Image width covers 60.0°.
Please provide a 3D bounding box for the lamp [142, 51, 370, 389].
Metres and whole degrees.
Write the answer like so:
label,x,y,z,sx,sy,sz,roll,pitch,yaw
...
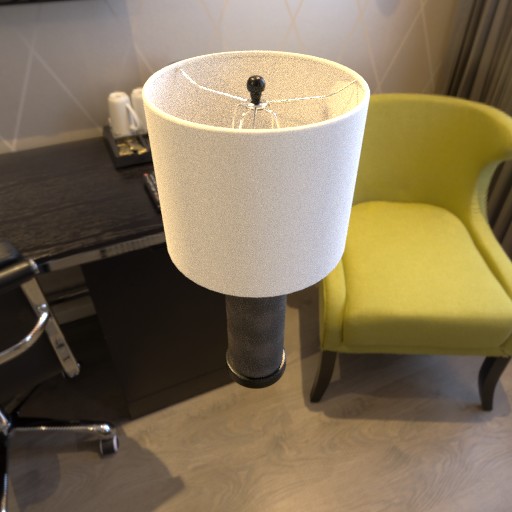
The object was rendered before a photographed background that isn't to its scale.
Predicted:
label,x,y,z,sx,sy,sz,roll,pitch,yaw
lamp,0.000,0.000,0.800,0.305,0.634,0.305,25,46,26
